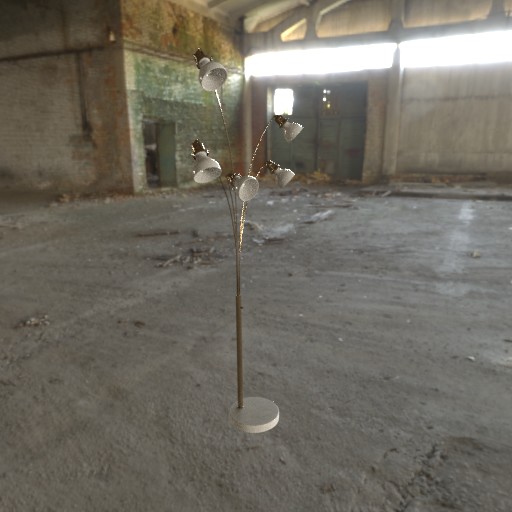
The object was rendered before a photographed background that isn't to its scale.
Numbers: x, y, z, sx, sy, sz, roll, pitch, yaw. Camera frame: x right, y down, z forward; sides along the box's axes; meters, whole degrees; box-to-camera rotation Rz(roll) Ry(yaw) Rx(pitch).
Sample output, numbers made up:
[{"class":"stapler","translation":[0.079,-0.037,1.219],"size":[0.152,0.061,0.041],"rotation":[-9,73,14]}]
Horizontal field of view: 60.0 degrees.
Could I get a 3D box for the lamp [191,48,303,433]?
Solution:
[{"class":"lamp","translation":[0.000,0.000,2.968],"size":[0.361,2.423,1.405],"rotation":[7,16,26]}]
